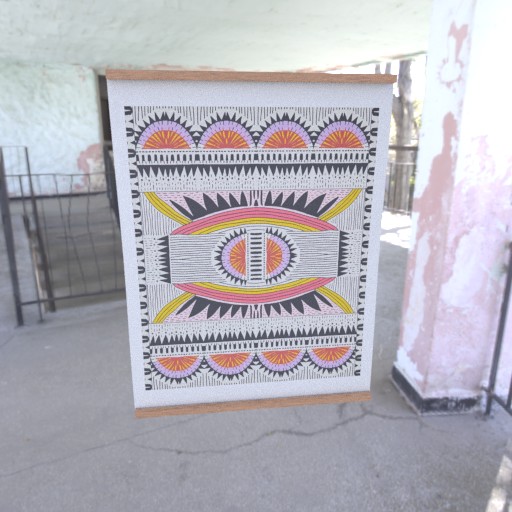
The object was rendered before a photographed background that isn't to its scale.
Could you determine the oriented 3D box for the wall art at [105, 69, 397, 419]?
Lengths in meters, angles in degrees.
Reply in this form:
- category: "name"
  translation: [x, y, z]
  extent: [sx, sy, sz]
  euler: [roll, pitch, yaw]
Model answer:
- category: "wall art"
  translation: [0.000, 0.000, 0.687]
  extent: [0.403, 0.527, 0.028]
  euler: [-2, 16, -7]
